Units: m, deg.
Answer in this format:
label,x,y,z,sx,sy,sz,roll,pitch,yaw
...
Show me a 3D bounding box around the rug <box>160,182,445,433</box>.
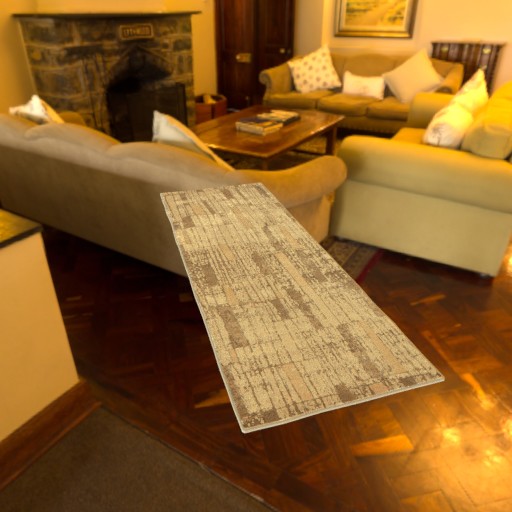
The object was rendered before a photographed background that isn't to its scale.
label,x,y,z,sx,sy,sz,roll,pitch,yaw
rug,0.000,0.000,2.650,0.857,0.018,2.383,-9,31,-15
